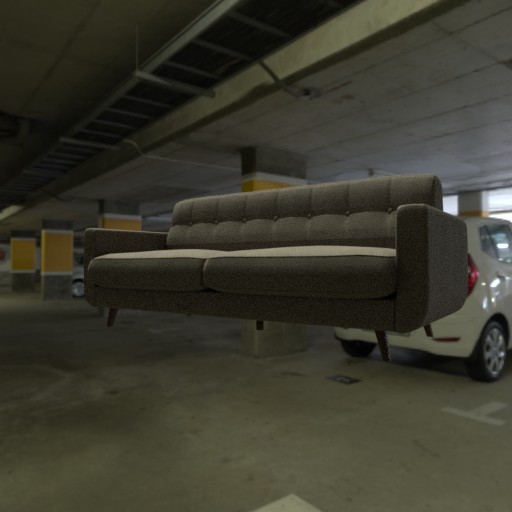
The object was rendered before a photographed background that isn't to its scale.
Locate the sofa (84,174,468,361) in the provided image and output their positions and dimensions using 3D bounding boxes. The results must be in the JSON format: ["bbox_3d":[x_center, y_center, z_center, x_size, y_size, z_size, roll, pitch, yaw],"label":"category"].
[{"bbox_3d":[0.000,0.000,2.477,2.029,0.841,0.909,-1,-1,34],"label":"sofa"}]
